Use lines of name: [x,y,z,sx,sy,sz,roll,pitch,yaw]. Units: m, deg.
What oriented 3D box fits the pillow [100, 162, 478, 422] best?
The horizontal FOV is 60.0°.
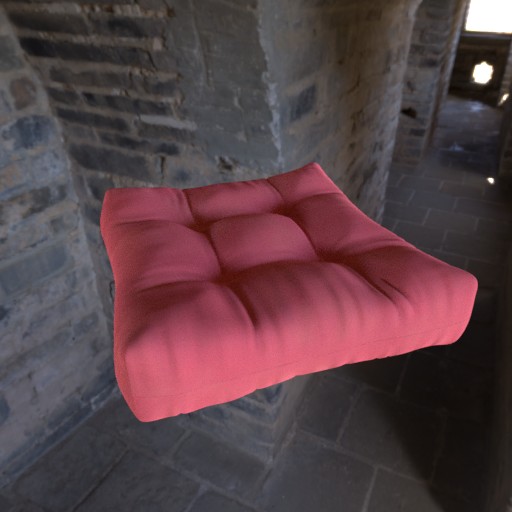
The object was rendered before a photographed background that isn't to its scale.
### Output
pillow: [0.000,0.000,0.719,0.468,0.128,0.490,-10,32,-16]
